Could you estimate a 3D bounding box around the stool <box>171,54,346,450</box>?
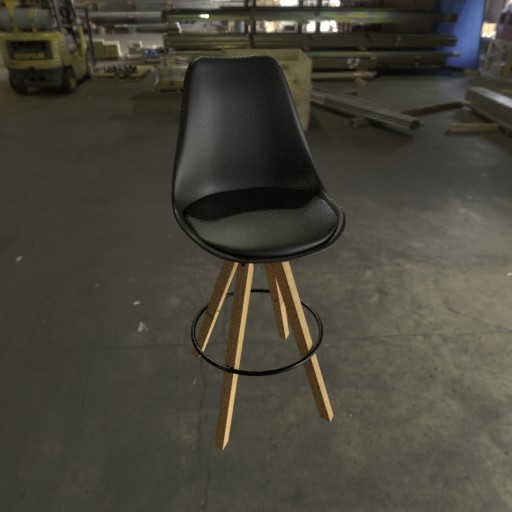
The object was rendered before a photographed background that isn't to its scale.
[{"bbox_3d":[0.000,0.000,1.413,0.485,1.115,0.550,-9,32,-14],"label":"stool"}]
